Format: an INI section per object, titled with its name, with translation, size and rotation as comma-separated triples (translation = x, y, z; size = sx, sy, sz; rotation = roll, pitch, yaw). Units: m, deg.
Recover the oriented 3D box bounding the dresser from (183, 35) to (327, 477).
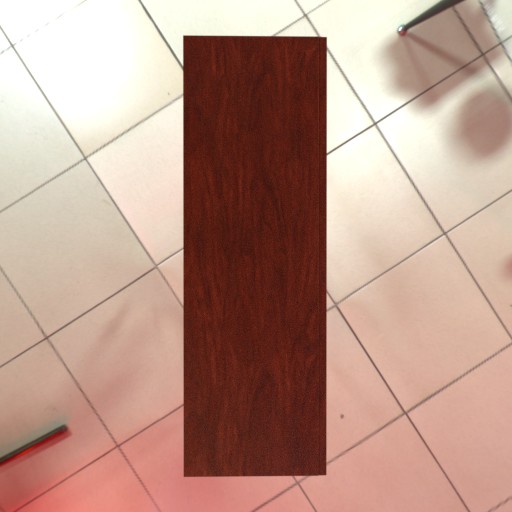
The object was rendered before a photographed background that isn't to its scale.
[dresser]
translation = 0.000, 0.000, 1.927
size = 0.500, 0.889, 1.472
rotation = 0, 90, -1
